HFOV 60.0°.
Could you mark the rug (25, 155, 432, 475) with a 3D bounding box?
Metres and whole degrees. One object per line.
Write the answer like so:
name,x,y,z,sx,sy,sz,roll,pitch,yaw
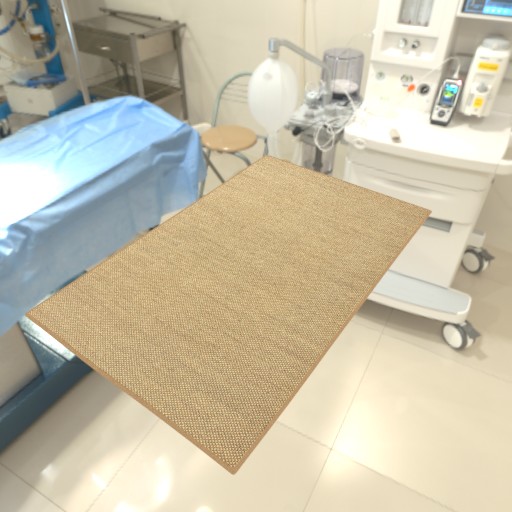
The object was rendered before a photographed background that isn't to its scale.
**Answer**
rug,0.000,0.000,2.027,1.061,0.012,1.668,25,46,27
